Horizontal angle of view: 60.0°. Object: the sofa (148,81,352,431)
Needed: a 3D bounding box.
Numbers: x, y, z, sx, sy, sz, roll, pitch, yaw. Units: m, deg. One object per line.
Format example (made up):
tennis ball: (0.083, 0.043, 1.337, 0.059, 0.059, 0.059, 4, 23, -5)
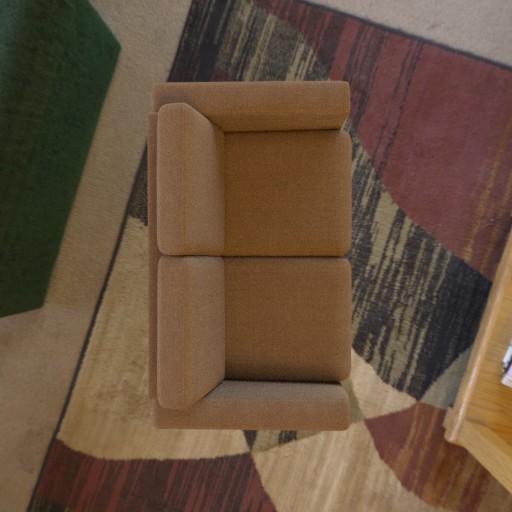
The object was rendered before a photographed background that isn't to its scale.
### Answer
sofa: (0.000, 0.000, 2.081, 0.900, 0.800, 1.520, 0, 90, 2)
